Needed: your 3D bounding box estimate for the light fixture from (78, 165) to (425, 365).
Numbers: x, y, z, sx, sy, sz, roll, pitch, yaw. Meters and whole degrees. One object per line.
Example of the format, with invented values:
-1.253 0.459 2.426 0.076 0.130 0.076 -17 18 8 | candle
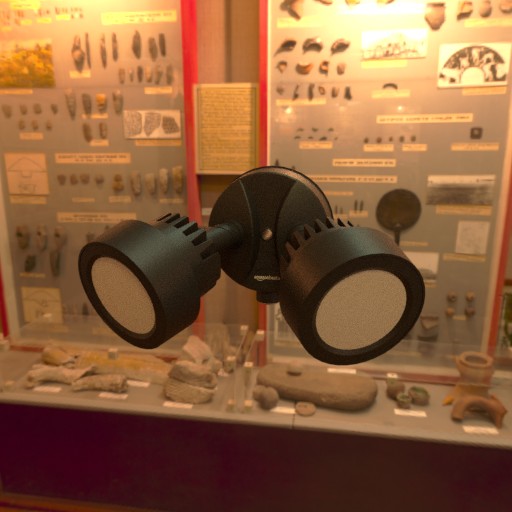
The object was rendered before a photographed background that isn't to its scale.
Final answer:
0.000 0.000 0.316 0.213 0.120 0.168 2 14 10 | light fixture
